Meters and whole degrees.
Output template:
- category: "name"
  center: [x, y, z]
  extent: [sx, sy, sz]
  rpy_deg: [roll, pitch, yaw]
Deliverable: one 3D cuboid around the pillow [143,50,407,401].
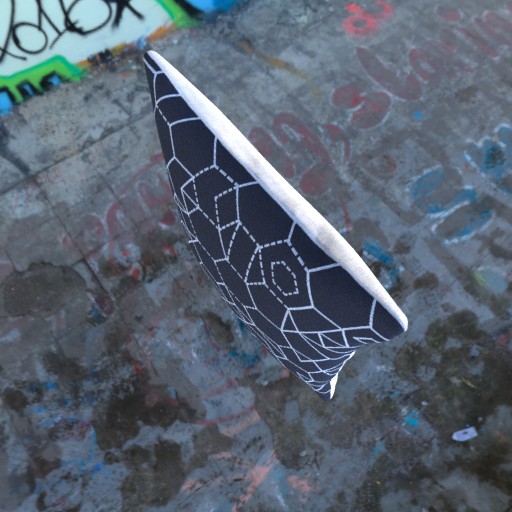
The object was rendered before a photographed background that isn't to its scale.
- category: "pillow"
  center: [0.000, 0.000, 0.772]
  extent: [0.158, 0.508, 0.517]
  rpy_deg: [-34, 69, -15]
